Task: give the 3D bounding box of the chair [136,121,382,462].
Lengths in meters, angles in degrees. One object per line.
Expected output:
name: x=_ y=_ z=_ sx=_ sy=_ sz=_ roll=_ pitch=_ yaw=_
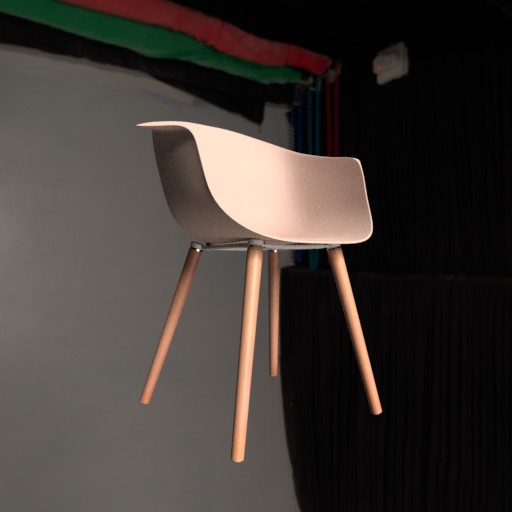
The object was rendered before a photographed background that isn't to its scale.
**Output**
chair: x=0.000 y=0.000 z=1.140 sx=0.593 sy=0.781 sz=0.504 roll=0 pitch=1 yaw=-37
